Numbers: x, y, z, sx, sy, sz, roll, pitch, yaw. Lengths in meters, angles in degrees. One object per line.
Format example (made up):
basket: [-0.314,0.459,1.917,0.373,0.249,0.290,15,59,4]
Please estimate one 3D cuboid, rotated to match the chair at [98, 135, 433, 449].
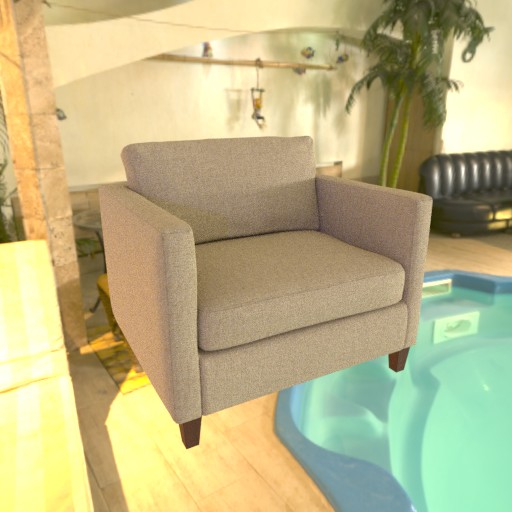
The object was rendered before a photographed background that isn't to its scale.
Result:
chair: [0.000,0.000,1.903,1.107,0.961,0.959,-10,20,-27]
